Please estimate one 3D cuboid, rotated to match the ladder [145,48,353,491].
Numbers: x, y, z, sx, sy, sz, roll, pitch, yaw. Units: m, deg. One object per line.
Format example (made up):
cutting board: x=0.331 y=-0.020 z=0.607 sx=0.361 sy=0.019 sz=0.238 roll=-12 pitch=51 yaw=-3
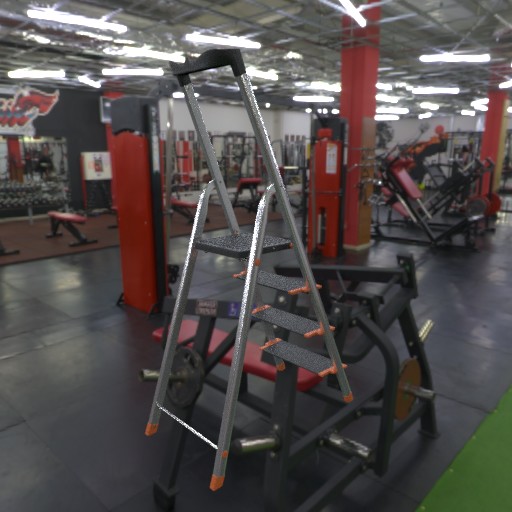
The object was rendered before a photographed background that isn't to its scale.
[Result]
ladder: x=0.000 y=0.000 z=1.781 sx=0.834 sy=1.429 sz=0.452 roll=-12 pitch=18 yaw=-43
